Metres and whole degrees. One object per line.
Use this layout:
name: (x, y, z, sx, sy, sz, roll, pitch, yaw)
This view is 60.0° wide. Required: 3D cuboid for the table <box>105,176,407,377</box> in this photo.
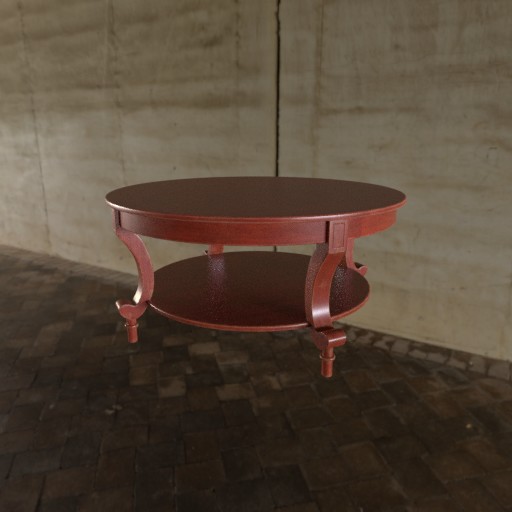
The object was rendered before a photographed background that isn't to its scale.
table: (0.000, 0.000, 1.646, 1.029, 0.486, 1.029, 0, 16, 0)
